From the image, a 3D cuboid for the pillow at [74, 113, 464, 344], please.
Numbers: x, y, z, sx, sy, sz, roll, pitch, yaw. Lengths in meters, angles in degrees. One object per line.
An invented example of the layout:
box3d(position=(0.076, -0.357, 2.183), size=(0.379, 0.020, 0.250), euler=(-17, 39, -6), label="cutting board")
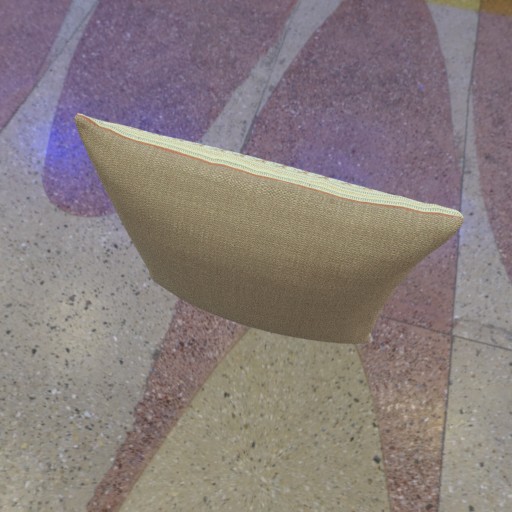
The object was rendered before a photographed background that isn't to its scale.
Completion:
box3d(position=(0.000, 0.000, 0.779), size=(0.521, 0.519, 0.215), euler=(16, 64, 8), label="pillow")
